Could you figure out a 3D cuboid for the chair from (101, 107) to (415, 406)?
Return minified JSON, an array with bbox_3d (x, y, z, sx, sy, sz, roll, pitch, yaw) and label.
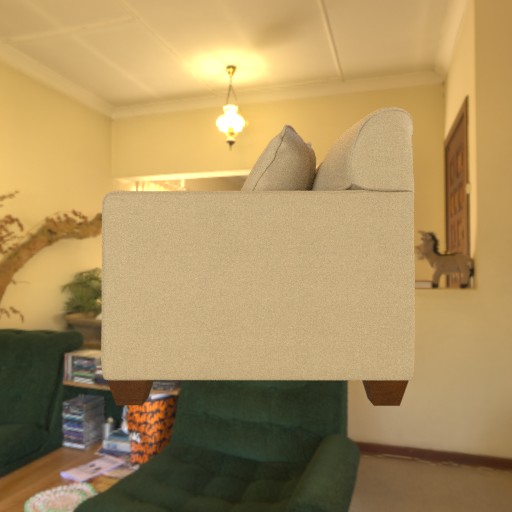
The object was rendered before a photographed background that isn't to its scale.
[{"bbox_3d":[0.000,0.000,2.015,1.000,0.948,1.383,0,-1,0],"label":"chair"}]
